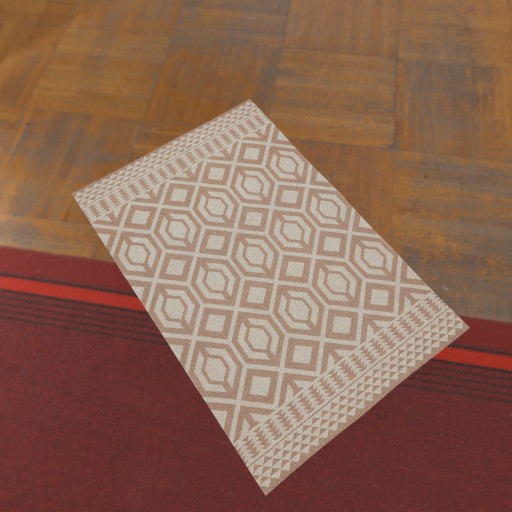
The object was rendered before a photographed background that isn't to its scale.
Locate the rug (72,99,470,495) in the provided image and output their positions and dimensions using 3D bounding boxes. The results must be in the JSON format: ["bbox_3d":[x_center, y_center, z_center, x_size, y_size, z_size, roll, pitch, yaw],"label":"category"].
[{"bbox_3d":[0.000,0.000,2.306,1.219,0.008,1.829,-33,68,-15],"label":"rug"}]
